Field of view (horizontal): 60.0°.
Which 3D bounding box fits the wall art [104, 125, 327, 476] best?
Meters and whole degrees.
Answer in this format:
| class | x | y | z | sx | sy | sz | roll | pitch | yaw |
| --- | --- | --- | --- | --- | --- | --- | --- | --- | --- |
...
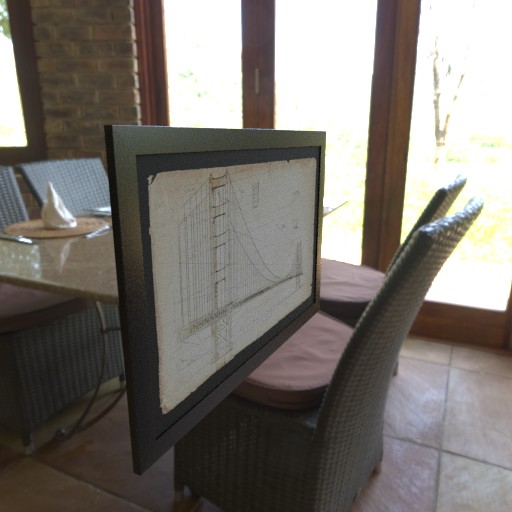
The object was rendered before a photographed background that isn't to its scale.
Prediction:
| class | x | y | z | sx | sy | sz | roll | pitch | yaw |
| --- | --- | --- | --- | --- | --- | --- | --- | --- | --- |
| wall art | 0.000 | 0.000 | 0.812 | 0.013 | 0.447 | 0.660 | 8 | 17 | 28 |
